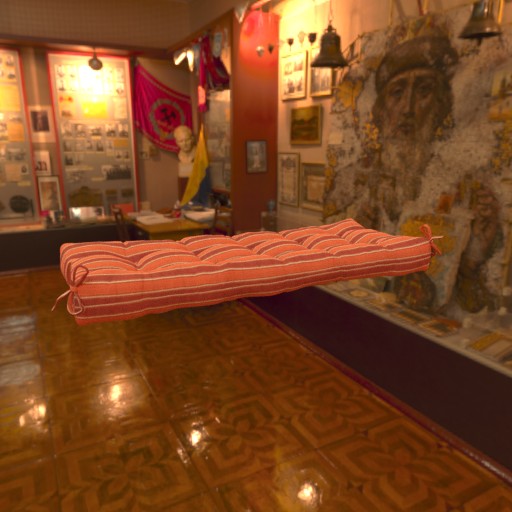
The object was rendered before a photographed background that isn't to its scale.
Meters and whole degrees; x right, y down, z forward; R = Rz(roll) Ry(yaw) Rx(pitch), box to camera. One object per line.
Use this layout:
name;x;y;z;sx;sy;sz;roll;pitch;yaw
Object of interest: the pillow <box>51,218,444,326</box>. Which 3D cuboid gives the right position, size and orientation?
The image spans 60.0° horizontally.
pillow;0.000;0.000;1.394;1.194;0.174;0.511;-7;16;-25
